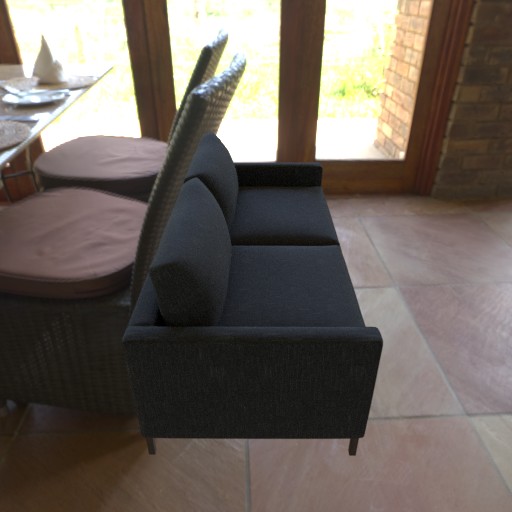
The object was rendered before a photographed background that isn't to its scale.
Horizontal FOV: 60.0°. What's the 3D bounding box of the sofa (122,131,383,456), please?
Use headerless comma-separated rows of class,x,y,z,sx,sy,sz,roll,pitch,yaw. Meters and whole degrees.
sofa,0.000,0.000,2.232,0.866,0.862,1.716,0,31,0
